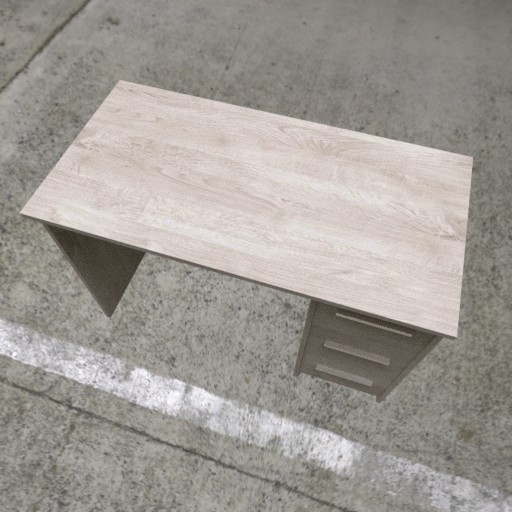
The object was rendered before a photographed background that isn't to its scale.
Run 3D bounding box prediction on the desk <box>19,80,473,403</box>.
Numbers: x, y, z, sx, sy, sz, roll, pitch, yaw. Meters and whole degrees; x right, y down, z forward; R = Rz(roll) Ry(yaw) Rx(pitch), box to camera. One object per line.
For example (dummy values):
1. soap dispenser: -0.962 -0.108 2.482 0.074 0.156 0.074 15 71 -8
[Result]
1. desk: 0.000 0.000 1.501 1.097 0.735 0.560 15 59 9
